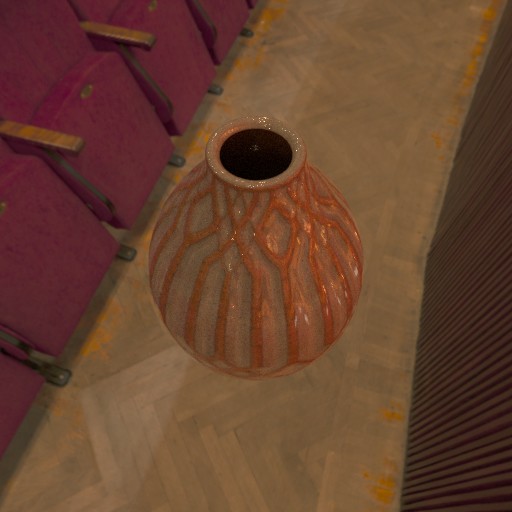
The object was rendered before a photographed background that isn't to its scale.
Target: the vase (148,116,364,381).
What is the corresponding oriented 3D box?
[{"bbox_3d":[0.000,0.000,0.266,0.131,0.175,0.131,0,58,0],"label":"vase"}]
